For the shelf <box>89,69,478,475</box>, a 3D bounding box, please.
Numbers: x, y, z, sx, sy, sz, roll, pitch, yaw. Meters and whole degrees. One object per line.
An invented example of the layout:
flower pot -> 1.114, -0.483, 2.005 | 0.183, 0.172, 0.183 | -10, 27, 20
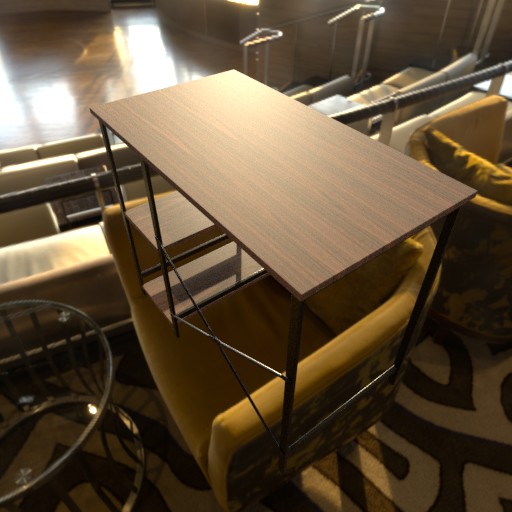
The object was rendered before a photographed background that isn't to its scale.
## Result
shelf -> 0.000, 0.000, 1.346 | 0.498, 0.750, 0.902 | -27, 49, -27
